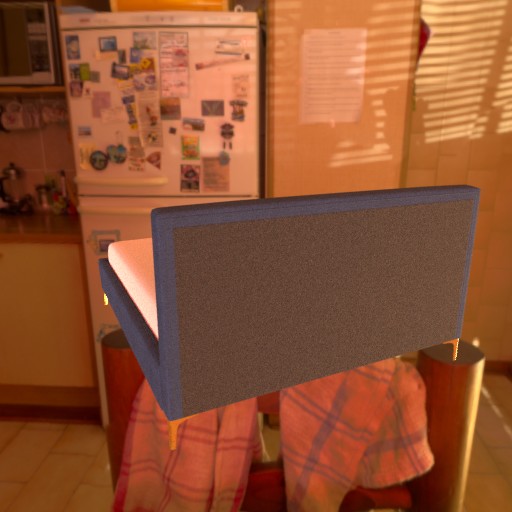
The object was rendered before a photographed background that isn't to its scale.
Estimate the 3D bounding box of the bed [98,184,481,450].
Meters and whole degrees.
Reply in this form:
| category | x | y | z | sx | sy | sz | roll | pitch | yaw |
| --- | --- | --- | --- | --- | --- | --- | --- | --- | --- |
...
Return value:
| category | x | y | z | sx | sy | sz | roll | pitch | yaw |
| --- | --- | --- | --- | --- | --- | --- | --- | --- | --- |
| bed | 0.000 | 0.000 | 3.462 | 2.096 | 1.231 | 2.232 | -8 | 18 | -25 |
